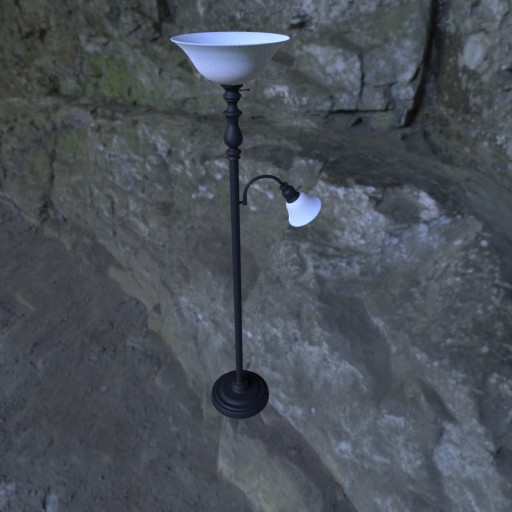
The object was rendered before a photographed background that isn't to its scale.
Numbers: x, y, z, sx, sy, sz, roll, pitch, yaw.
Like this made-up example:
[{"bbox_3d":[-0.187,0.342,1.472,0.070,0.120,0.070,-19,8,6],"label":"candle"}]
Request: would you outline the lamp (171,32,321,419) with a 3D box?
[{"bbox_3d":[0.000,0.000,2.013,0.588,1.793,0.405,-10,33,-15],"label":"lamp"}]
